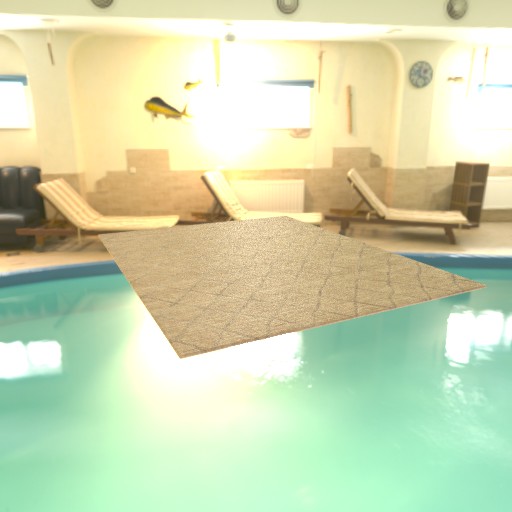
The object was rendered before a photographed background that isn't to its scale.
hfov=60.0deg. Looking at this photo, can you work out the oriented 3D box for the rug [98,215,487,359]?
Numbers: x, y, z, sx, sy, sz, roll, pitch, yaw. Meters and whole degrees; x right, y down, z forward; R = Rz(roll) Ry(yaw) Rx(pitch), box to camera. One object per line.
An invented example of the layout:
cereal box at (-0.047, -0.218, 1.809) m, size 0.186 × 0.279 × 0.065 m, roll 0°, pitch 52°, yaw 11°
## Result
rug at (0.000, 0.000, 4.160) m, size 2.420 × 0.019 × 3.038 m, roll -8°, pitch 18°, yaw -25°
